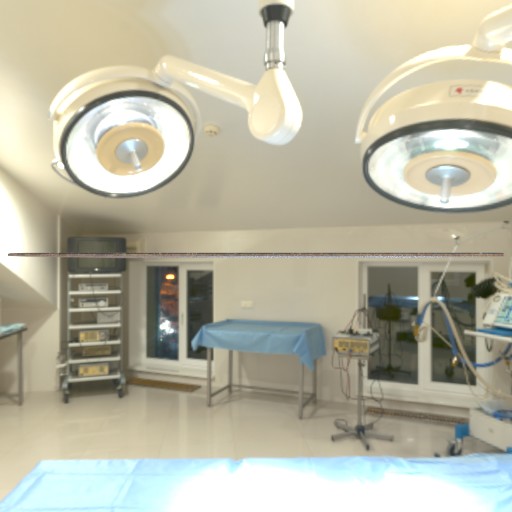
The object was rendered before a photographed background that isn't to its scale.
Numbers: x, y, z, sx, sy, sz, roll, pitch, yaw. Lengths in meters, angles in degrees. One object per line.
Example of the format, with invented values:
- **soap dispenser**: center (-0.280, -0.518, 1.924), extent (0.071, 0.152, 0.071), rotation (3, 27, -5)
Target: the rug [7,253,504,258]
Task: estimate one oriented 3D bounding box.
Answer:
- **rug**: center (0.000, 0.000, 2.947), extent (2.449, 0.018, 1.539), rotation (0, -1, 1)
